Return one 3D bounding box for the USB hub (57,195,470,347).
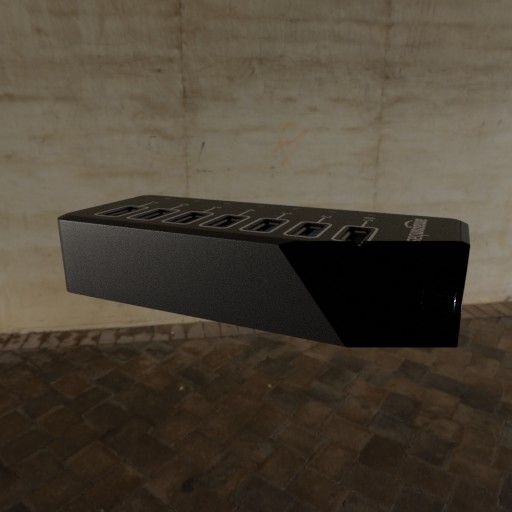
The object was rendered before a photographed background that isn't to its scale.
[{"bbox_3d":[0.000,0.000,0.128,0.110,0.023,0.044,7,18,23],"label":"USB hub"}]
